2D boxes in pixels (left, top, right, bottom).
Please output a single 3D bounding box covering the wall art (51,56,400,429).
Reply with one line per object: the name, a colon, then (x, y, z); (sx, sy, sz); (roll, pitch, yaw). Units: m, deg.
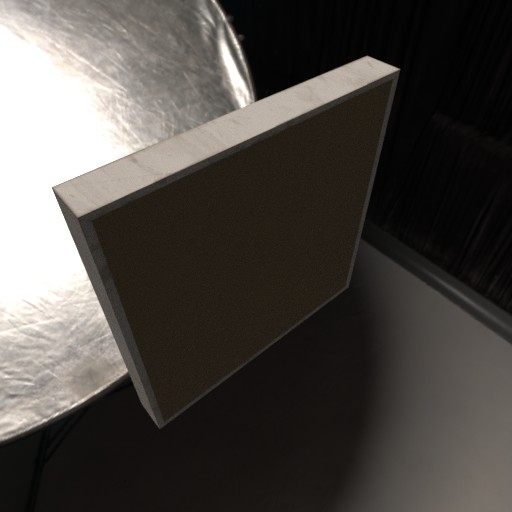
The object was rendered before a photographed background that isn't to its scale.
wall art: (0.000, 0.000, 0.445); (0.305, 0.303, 0.038); (-32, 54, -27)
